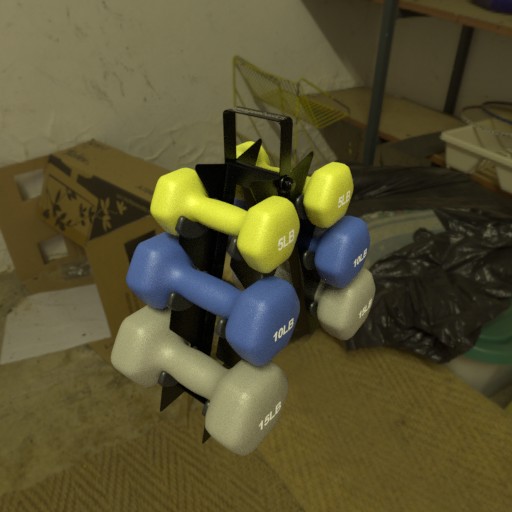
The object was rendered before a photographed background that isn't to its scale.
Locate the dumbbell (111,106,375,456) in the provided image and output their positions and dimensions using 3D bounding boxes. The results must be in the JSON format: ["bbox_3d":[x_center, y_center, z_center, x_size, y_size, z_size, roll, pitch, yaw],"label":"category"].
[{"bbox_3d":[0.000,0.000,0.672,0.261,0.426,0.416,23,39,31],"label":"dumbbell"}]
